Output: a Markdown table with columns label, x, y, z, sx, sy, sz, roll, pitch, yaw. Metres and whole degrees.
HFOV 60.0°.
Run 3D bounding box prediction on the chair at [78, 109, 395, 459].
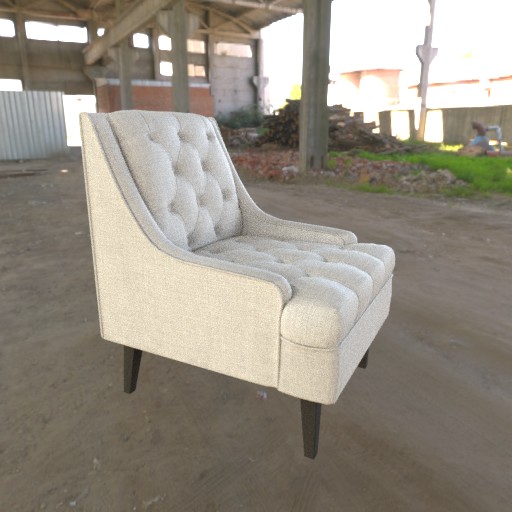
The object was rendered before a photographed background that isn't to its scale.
| label | x | y | z | sx | sy | sz | roll | pitch | yaw |
| --- | --- | --- | --- | --- | --- | --- | --- | --- | --- |
| chair | 0.000 | 0.000 | 1.416 | 0.772 | 0.891 | 0.658 | 8 | 18 | 27 |
